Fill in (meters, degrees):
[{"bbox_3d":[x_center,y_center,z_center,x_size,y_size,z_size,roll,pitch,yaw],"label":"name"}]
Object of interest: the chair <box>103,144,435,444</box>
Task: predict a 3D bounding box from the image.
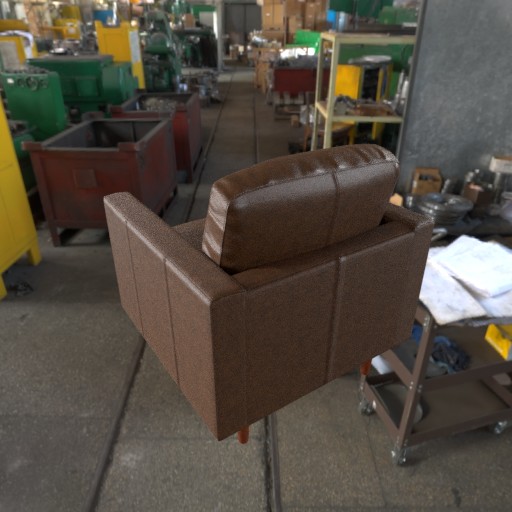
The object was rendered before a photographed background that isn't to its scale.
[{"bbox_3d":[0.000,0.000,1.740,0.890,0.956,0.909,-18,33,-29],"label":"chair"}]
